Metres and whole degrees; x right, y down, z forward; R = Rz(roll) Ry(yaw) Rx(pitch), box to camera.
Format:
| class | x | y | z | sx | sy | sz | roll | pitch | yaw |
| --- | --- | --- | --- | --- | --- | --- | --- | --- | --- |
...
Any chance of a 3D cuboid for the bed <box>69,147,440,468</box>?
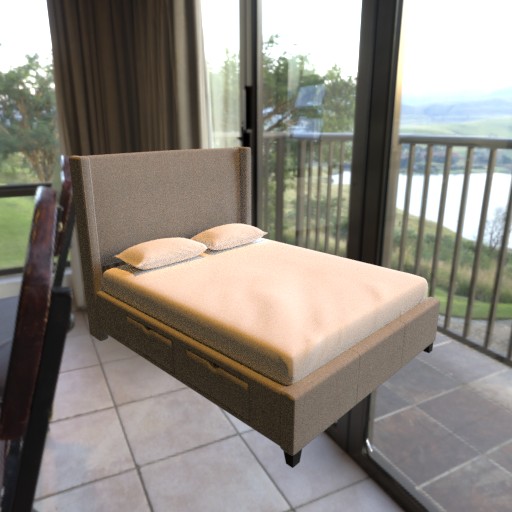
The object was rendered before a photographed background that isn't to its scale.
| class | x | y | z | sx | sy | sz | roll | pitch | yaw |
| --- | --- | --- | --- | --- | --- | --- | --- | --- | --- |
| bed | 0.000 | 0.000 | 3.414 | 2.222 | 1.491 | 1.774 | 16 | 23 | 42 |
